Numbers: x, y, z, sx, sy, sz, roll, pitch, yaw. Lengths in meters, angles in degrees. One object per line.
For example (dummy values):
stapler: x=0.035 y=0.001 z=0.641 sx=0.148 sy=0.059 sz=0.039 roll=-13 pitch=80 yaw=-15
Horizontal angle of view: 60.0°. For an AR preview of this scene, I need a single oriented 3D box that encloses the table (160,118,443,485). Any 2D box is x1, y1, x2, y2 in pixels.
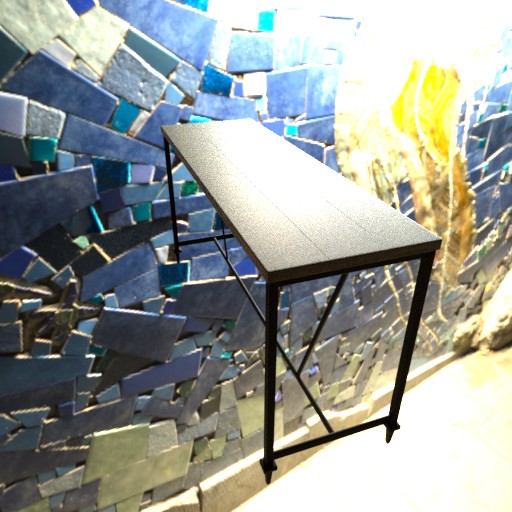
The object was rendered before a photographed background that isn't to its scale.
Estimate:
table: x=0.000 y=0.000 z=2.120 sx=0.551 sy=0.902 sz=1.700 roll=-10 pitch=31 yaw=-17
